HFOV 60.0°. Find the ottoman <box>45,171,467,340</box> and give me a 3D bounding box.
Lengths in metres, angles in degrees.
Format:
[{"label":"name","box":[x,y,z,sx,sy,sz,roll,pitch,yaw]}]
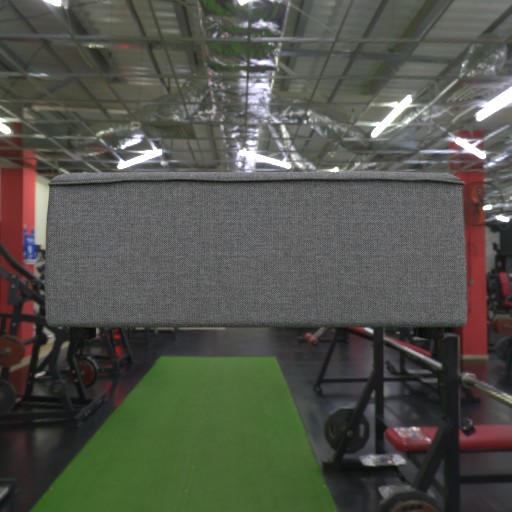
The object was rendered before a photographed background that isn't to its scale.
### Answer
[{"label":"ottoman","box":[0.000,0.000,1.537,1.017,0.423,1.023,0,-1,0]}]
